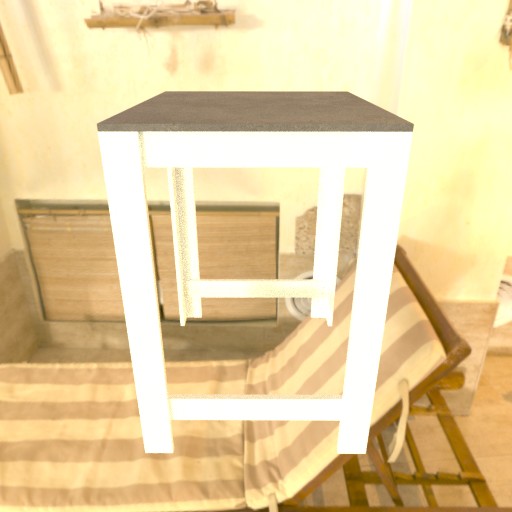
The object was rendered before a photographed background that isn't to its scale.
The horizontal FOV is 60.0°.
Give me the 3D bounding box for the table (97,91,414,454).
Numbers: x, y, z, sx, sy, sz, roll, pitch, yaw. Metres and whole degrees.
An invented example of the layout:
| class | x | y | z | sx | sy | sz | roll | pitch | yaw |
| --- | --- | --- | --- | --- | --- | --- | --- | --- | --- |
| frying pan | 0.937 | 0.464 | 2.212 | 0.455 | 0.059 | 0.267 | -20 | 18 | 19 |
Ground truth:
| class | x | y | z | sx | sy | sz | roll | pitch | yaw |
| --- | --- | --- | --- | --- | --- | --- | --- | --- | --- |
| table | 0.000 | 0.000 | 1.555 | 0.700 | 1.020 | 0.800 | 0 | 25 | 0 |
